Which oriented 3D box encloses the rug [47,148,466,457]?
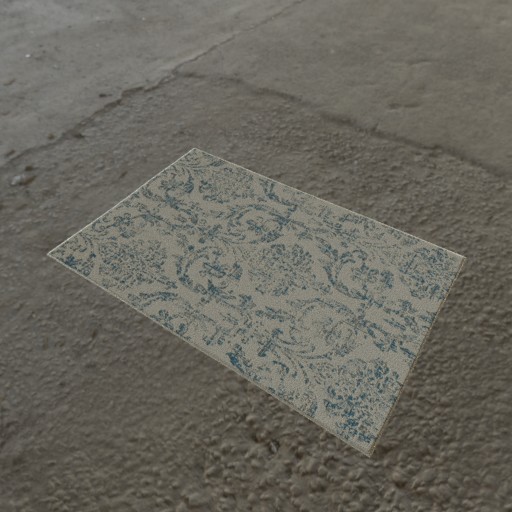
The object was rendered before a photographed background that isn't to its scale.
[{"bbox_3d":[0.000,0.000,2.316,1.831,0.012,1.213,26,52,23],"label":"rug"}]
